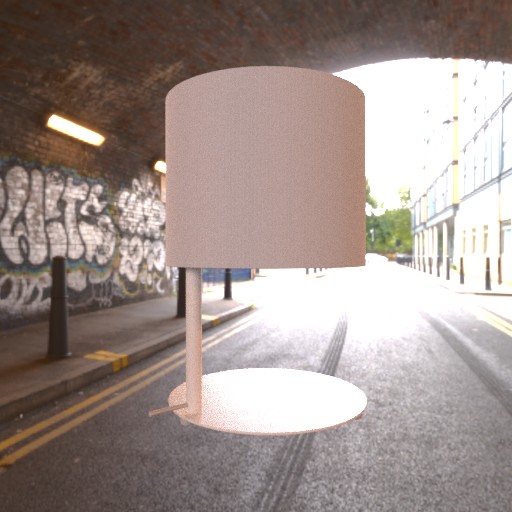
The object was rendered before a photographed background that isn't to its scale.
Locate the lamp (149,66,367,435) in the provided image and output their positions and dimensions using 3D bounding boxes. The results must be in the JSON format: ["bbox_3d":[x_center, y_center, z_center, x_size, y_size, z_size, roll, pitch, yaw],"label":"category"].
[{"bbox_3d":[0.000,0.000,0.667,0.341,0.454,0.299,0,1,-36],"label":"lamp"}]
